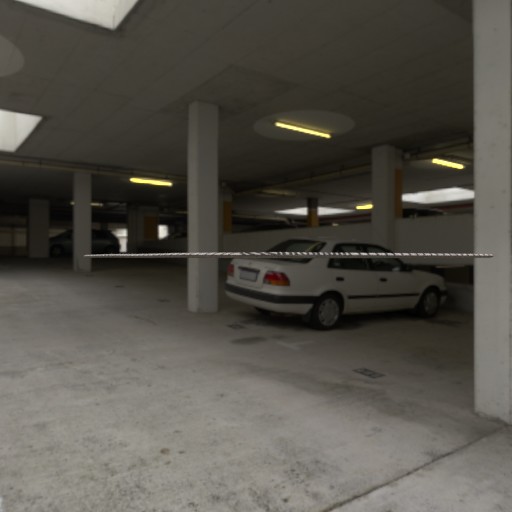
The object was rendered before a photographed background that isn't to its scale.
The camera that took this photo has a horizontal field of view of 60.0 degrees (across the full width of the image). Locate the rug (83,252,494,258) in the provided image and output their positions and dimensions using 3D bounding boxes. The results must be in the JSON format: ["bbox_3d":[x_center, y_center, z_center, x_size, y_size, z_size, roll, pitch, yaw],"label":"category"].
[{"bbox_3d":[0.000,0.000,2.309,1.237,0.019,1.842,0,0,-37],"label":"rug"}]
